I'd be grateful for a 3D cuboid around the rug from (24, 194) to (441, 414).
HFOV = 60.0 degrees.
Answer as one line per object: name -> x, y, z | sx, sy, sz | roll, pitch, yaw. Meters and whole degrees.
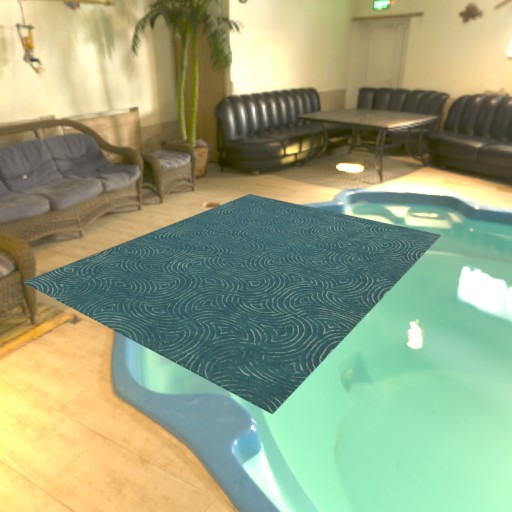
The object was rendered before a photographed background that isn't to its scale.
rug -> 0.000, 0.000, 4.036 | 2.432, 0.012, 3.033 | 17, 30, 33
